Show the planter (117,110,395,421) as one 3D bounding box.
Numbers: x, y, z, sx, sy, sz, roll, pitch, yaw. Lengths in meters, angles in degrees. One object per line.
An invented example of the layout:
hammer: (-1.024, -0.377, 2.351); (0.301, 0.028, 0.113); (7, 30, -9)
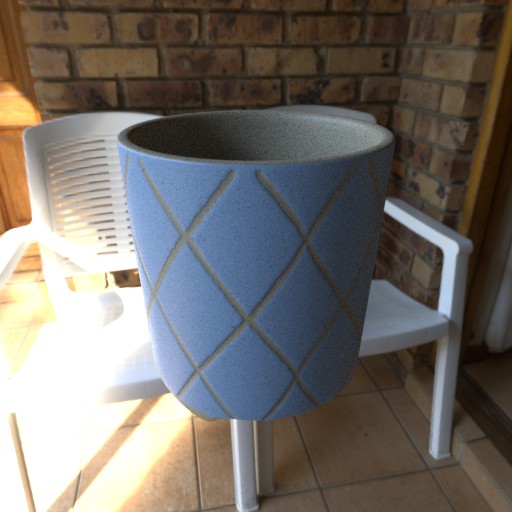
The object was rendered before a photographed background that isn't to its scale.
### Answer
planter: (0.000, 0.000, 0.358); (0.191, 0.200, 0.191); (0, 26, 0)
